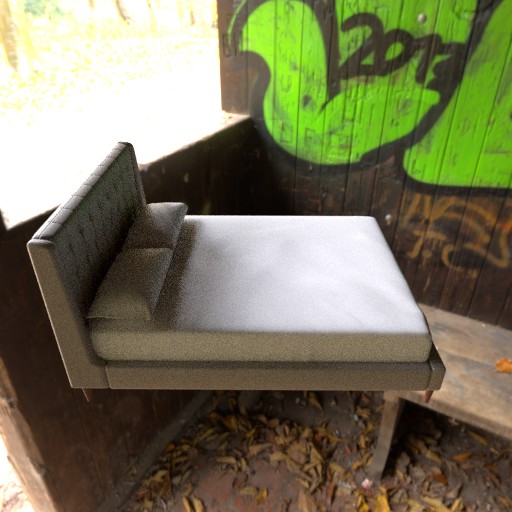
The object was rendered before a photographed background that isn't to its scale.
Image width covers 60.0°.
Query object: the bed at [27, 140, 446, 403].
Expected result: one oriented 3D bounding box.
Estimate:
[{"bbox_3d":[0.000,0.000,3.134,2.232,1.147,1.656,0,32,0],"label":"bed"}]
